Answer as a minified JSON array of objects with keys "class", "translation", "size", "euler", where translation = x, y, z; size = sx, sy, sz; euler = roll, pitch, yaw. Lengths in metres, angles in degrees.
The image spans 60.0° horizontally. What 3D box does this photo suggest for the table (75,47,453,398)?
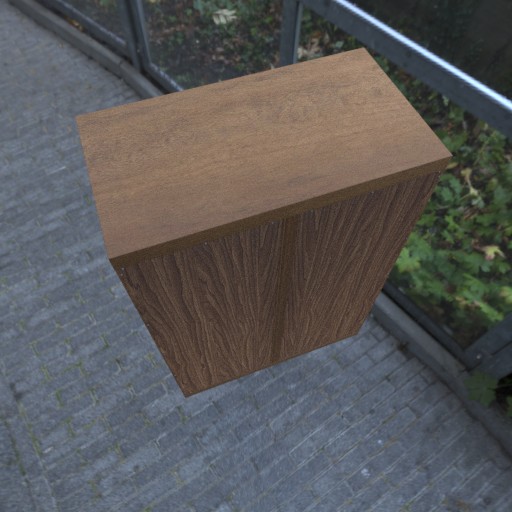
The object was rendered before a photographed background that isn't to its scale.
[{"class":"table","translation":[0.000,0.000,1.754],"size":[0.901,1.294,0.524],"euler":[-18,60,-10]}]
